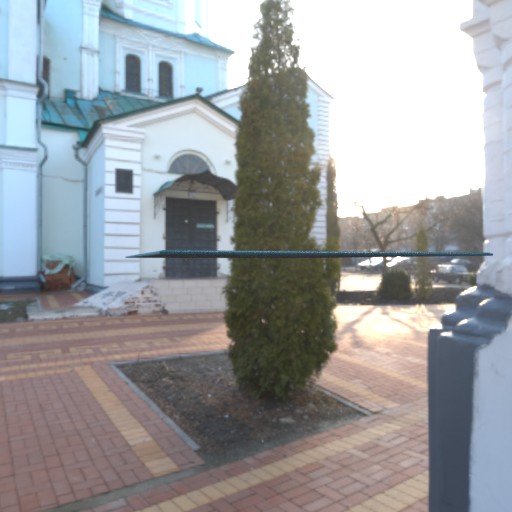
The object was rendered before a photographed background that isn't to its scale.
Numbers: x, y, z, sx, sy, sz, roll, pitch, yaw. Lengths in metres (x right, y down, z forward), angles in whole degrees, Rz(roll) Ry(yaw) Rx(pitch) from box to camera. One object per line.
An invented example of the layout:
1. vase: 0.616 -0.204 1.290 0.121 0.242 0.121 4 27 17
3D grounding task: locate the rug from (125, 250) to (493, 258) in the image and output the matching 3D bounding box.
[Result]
1. rug: 0.000 0.000 3.467 1.830 0.018 2.769 0 -1 -19
